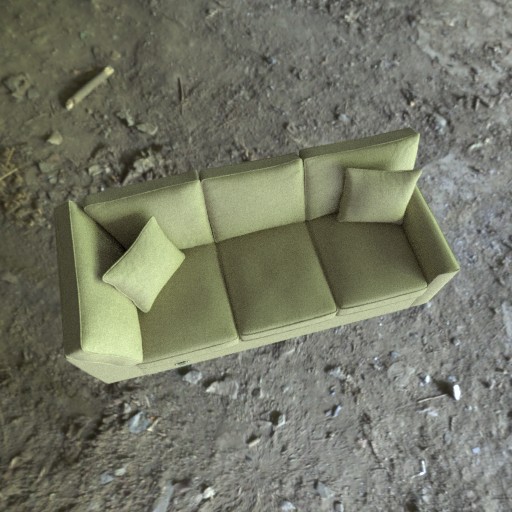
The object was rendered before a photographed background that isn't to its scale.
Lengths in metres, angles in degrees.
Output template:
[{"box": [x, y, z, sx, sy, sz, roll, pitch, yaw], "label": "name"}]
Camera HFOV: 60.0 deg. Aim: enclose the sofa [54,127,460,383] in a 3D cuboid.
[{"box": [0.000, 0.000, 2.896, 2.323, 0.948, 1.053, -13, 65, -6], "label": "sofa"}]
